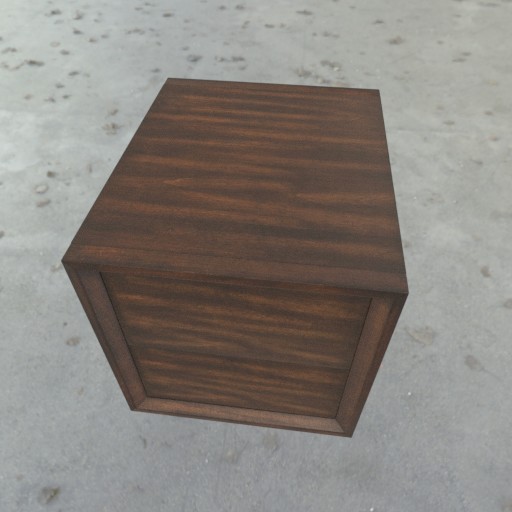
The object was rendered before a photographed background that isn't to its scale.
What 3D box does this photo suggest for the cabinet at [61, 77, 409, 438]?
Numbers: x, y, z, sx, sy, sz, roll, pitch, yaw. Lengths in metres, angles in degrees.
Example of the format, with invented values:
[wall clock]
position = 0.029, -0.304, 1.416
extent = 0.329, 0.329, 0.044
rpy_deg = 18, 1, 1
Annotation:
[cabinet]
position = 0.000, 0.000, 0.840
extent = 0.402, 0.455, 0.500
rpy_deg = 5, 47, 5
